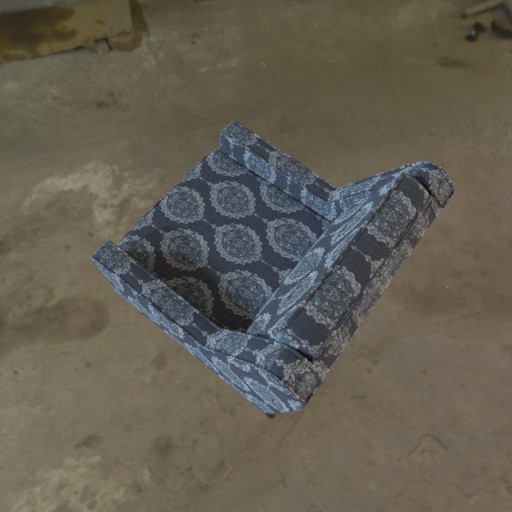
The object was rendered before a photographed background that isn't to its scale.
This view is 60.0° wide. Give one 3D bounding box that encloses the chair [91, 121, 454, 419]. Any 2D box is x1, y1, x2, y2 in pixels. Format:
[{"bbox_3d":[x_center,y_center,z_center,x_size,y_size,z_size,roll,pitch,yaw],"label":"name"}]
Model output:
[{"bbox_3d":[0.000,0.000,1.355,0.743,0.792,0.663,35,69,16],"label":"chair"}]
